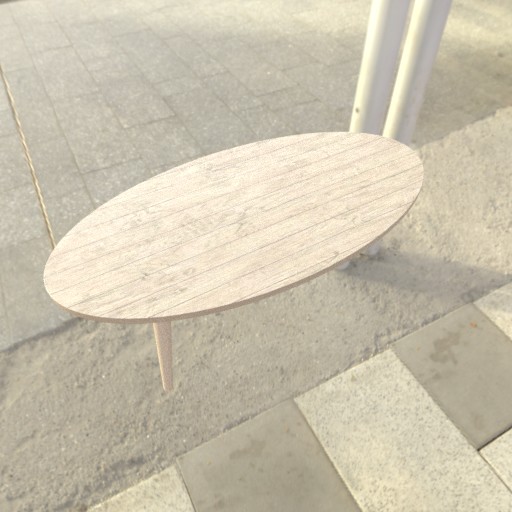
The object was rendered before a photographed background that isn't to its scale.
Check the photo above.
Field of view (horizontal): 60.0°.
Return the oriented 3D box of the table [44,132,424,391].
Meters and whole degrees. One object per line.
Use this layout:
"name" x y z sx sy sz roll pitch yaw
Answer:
"table" 0.000 0.000 1.311 1.083 0.390 0.542 -23 51 -20
